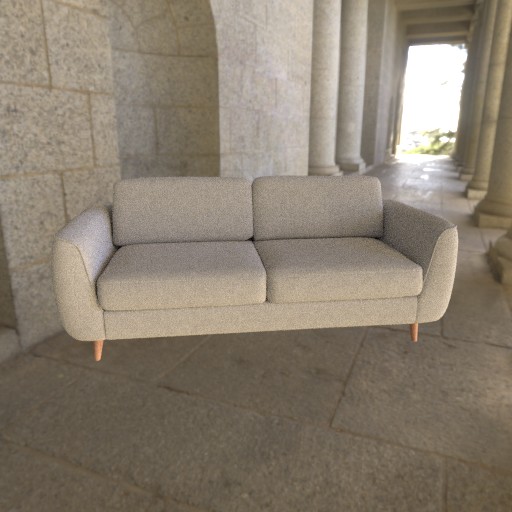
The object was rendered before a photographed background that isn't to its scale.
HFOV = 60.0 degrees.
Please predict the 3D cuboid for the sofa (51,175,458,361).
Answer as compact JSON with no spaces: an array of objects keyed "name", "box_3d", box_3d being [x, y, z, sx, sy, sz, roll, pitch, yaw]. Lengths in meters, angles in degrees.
[{"name":"sofa","box_3d":[0.000,0.000,2.528,2.000,0.850,0.920,-2,16,-7]}]
